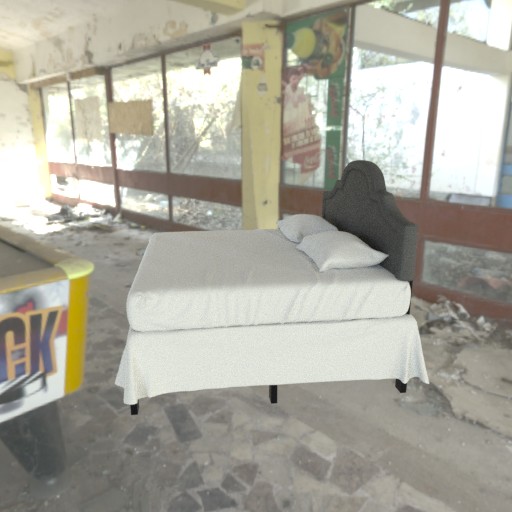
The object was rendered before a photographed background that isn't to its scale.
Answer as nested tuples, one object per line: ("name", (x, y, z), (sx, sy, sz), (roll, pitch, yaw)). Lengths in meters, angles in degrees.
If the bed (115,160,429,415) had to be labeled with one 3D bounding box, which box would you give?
("bed", (0.000, 0.000, 3.885), (2.222, 1.631, 2.303), (-2, 15, -8))
